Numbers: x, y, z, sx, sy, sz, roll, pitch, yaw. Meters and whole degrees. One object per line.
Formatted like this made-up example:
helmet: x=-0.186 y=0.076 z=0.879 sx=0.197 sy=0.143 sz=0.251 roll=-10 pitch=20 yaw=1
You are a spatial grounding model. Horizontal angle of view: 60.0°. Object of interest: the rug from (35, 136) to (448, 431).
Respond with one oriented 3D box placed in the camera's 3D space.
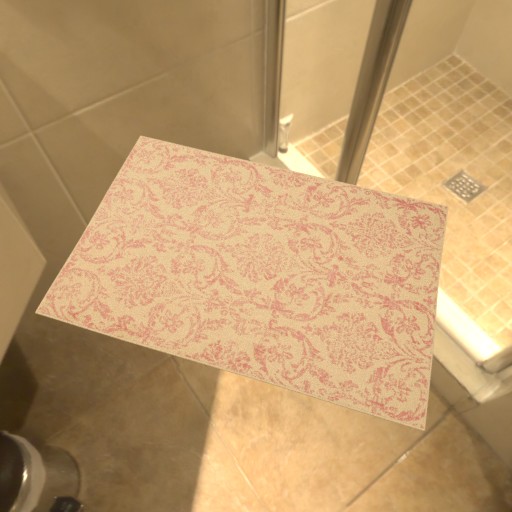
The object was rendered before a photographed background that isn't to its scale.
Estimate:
rug: x=0.000 y=0.000 z=3.397 sx=2.746 sy=0.018 sz=1.819 roll=15 pitch=61 yaw=8
